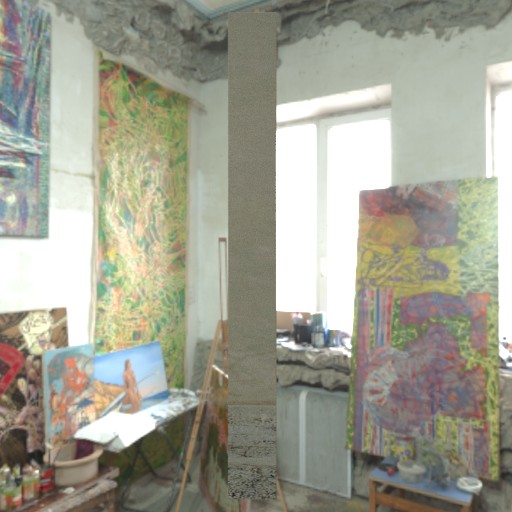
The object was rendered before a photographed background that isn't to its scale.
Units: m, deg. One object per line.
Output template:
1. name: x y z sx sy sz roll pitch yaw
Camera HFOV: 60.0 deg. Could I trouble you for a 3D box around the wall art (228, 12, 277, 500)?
1. wall art: 0.000 0.000 0.474 0.038 0.381 0.254 0 0 1
